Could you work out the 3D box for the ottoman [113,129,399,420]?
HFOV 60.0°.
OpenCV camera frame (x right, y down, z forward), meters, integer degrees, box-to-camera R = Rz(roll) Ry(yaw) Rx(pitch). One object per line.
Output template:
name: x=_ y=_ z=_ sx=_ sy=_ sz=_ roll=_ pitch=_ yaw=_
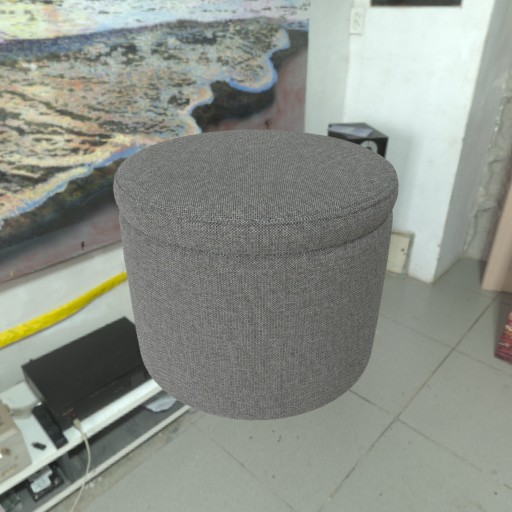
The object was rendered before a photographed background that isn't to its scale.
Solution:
ottoman: x=0.000 y=0.000 z=0.920 sx=0.520 sy=0.430 sz=0.520 roll=0 pitch=29 yaw=0
